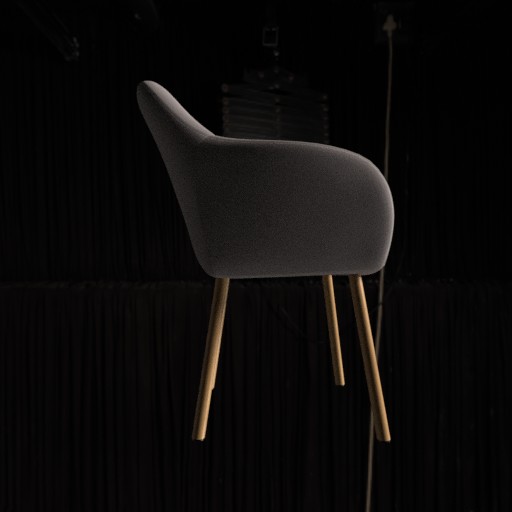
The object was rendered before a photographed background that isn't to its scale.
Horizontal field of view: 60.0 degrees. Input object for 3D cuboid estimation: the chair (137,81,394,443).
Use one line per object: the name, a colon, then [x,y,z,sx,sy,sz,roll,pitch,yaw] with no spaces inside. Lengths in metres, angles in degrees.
chair: [0.000,0.000,1.202,0.590,0.830,0.570,0,0,-2]
